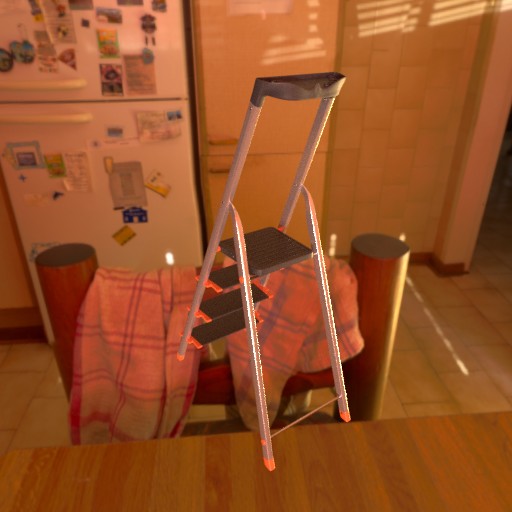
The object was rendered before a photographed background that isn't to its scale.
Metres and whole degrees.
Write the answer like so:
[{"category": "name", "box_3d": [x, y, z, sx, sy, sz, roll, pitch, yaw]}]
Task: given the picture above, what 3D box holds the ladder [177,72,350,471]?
[{"category": "ladder", "box_3d": [0.000, 0.000, 1.833, 0.452, 1.429, 0.834, -18, 33, -31]}]
